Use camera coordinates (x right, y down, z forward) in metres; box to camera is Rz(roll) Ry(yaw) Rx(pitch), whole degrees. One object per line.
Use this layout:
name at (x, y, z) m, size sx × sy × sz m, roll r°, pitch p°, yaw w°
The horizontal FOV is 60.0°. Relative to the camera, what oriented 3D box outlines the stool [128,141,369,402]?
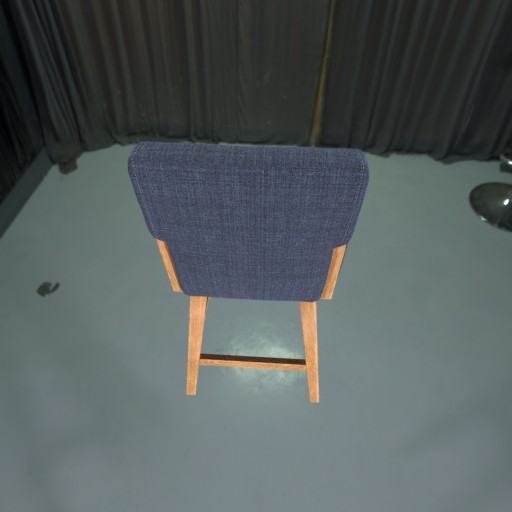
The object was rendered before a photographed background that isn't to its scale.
stool at (0.000, 0.000, 1.303) m, size 0.459 × 1.010 × 0.526 m, roll 3°, pitch 46°, yaw 3°
